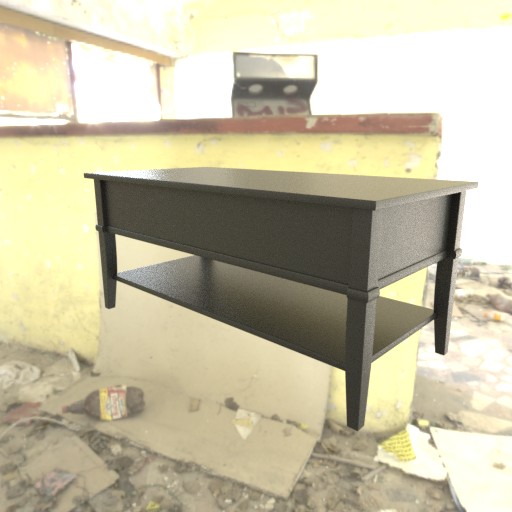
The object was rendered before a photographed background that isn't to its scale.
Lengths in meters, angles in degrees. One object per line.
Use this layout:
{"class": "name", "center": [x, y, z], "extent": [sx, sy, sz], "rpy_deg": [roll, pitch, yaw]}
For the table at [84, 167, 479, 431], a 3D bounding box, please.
{"class": "table", "center": [0.000, 0.000, 1.332], "extent": [1.044, 0.470, 0.523], "rpy_deg": [13, 19, 42]}
